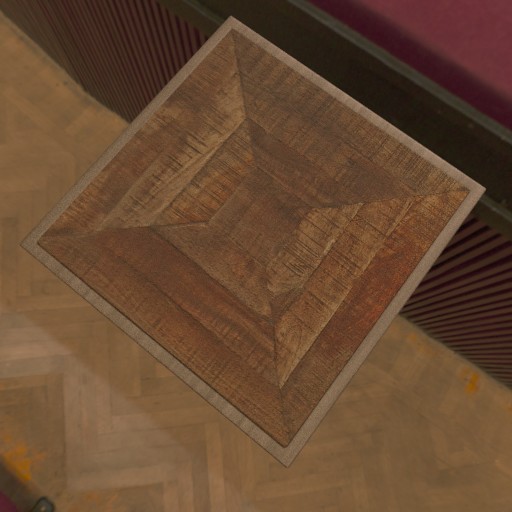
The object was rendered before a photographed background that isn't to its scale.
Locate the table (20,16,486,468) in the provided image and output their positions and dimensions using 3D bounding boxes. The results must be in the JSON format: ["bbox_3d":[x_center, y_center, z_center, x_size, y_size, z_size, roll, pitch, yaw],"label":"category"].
[{"bbox_3d":[0.000,0.000,0.837,0.449,0.500,0.450,37,80,8],"label":"table"}]
